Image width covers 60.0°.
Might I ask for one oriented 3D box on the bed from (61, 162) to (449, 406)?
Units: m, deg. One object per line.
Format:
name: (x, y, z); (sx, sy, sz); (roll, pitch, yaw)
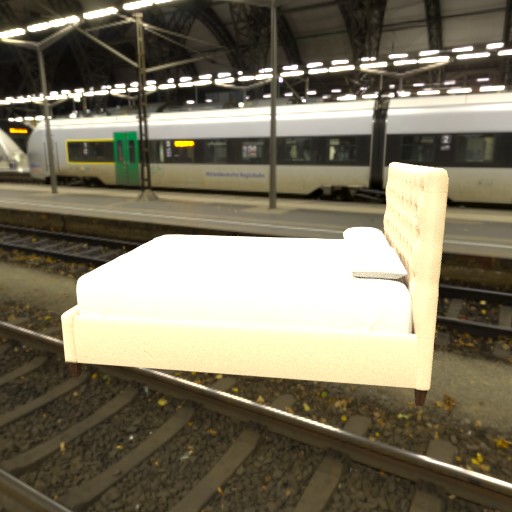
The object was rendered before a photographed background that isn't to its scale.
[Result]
bed: (0.000, 0.000, 3.507); (2.387, 1.427, 1.698); (2, 13, 9)
